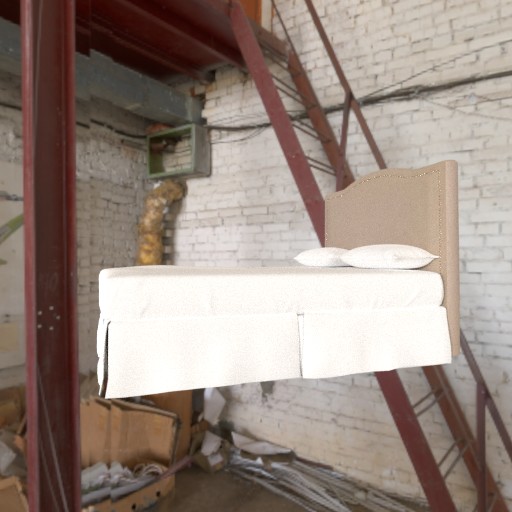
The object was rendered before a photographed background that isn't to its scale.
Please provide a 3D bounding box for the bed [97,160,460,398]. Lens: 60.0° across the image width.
[{"bbox_3d":[0.000,0.000,3.377,2.282,1.436,1.821,0,-1,-19],"label":"bed"}]
